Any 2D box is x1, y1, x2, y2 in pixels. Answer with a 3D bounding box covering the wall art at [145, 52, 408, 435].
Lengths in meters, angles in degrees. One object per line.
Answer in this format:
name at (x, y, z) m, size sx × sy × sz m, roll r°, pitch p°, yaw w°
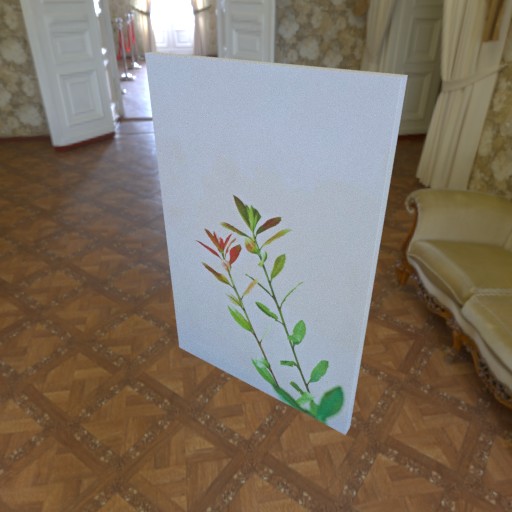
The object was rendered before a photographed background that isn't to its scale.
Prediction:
wall art at (0.000, 0.000, 1.416) m, size 0.764 × 1.143 × 0.038 m, roll 19°, pitch 36°, yaw 29°
